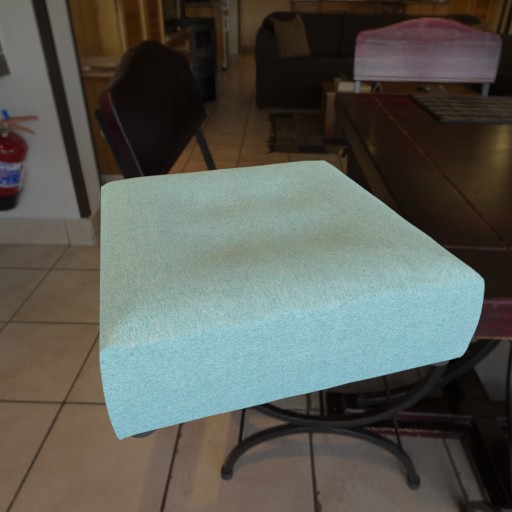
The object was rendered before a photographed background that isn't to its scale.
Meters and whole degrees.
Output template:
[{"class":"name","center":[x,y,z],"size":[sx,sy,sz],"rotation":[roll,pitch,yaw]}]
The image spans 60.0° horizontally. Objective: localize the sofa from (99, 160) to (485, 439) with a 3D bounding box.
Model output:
[{"class":"sofa","center":[0.000,0.000,1.414],"size":[0.930,0.330,0.930],"rotation":[-9,32,-14]}]
